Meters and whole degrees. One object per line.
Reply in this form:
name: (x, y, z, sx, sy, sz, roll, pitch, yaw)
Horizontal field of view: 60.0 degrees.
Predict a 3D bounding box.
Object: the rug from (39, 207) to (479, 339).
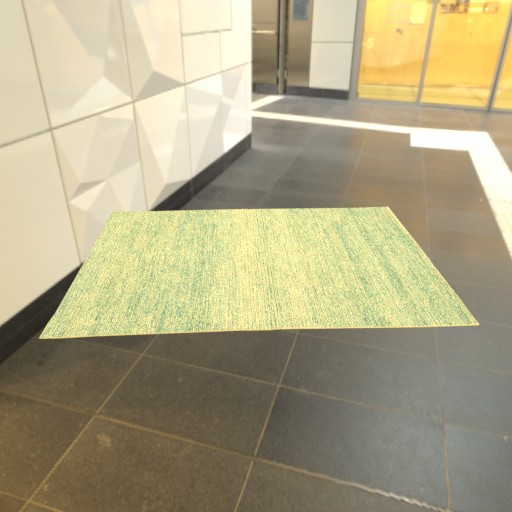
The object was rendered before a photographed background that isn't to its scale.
rug: (0.000, 0.000, 2.986, 2.305, 0.029, 1.593, -1, 29, -2)
